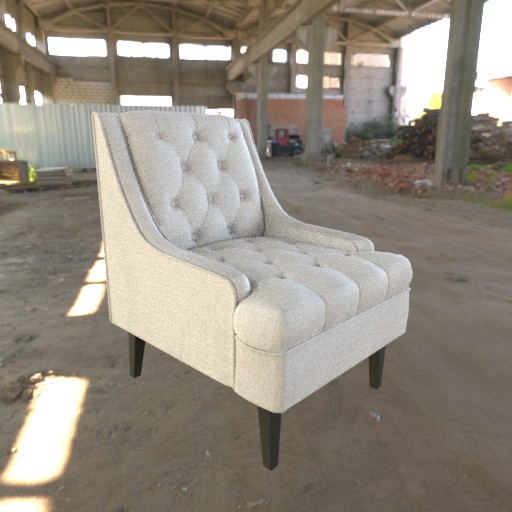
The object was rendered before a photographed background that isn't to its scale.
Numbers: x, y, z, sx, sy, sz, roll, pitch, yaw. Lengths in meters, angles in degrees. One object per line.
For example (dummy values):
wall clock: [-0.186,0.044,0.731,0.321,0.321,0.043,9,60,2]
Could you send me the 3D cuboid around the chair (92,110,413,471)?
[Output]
chair: [0.000,0.000,1.396,0.772,0.891,0.658,14,20,42]
